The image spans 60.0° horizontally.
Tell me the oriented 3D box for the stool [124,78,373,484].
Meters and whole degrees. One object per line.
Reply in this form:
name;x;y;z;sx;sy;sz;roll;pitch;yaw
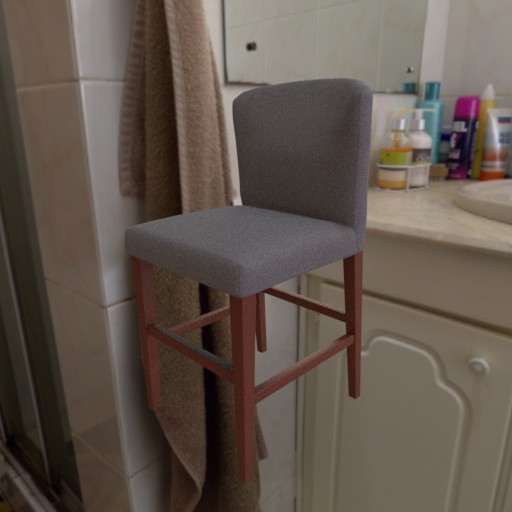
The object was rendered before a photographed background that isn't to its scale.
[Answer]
stool;0.000;0.000;1.264;0.481;0.968;0.568;16;24;42
